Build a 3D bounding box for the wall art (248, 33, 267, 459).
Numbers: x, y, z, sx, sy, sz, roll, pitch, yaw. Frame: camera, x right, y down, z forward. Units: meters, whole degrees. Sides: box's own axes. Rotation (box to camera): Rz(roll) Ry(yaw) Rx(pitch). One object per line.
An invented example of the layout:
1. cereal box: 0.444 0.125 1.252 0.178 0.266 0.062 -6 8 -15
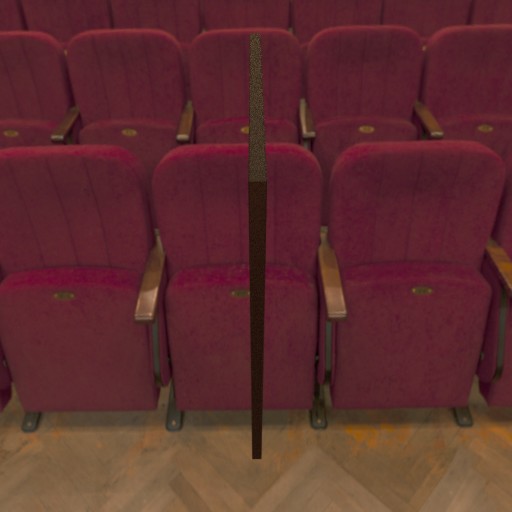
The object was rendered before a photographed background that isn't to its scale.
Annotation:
1. wall art: 0.000 0.000 1.337 0.030 1.027 0.774 0 42 0
